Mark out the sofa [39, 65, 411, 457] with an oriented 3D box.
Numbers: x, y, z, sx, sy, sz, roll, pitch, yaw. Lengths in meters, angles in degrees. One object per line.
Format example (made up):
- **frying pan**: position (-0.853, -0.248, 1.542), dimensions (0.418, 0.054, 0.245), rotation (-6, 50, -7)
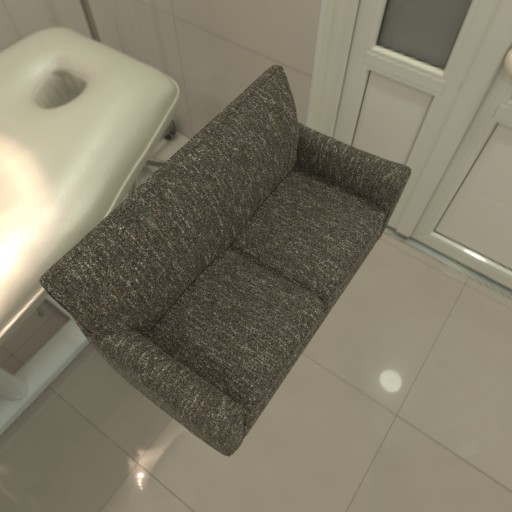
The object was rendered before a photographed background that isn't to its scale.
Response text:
- **sofa**: position (0.000, 0.000, 2.067), dimensions (0.801, 0.946, 1.519), rotation (31, 64, 17)
